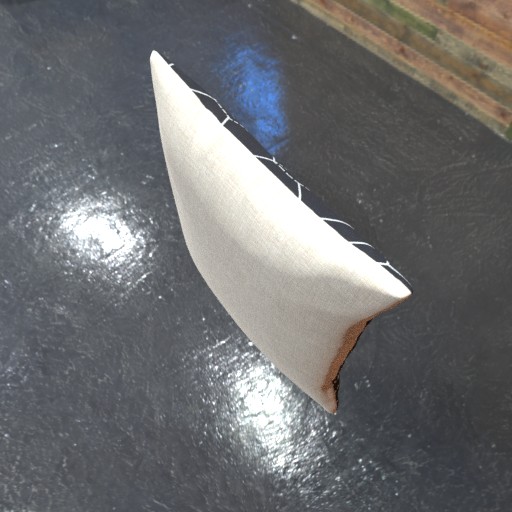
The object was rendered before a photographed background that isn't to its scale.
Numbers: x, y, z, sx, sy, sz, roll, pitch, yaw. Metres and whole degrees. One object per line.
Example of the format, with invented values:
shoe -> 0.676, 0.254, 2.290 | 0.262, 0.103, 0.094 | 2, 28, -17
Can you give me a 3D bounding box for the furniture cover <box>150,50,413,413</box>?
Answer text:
furniture cover -> 0.000, 0.000, 0.767 | 0.158, 0.508, 0.517 | -33, 63, -19
